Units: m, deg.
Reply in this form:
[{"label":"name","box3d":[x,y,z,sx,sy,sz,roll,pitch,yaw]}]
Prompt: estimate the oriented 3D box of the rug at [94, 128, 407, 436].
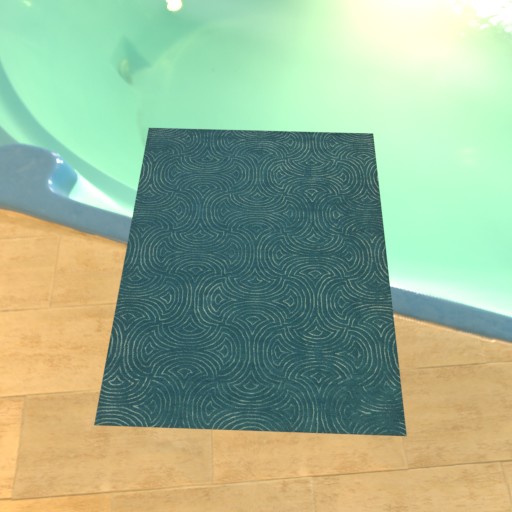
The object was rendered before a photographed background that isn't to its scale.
[{"label":"rug","box3d":[0.000,0.000,4.118,2.432,0.012,3.033,2,63,1]}]
